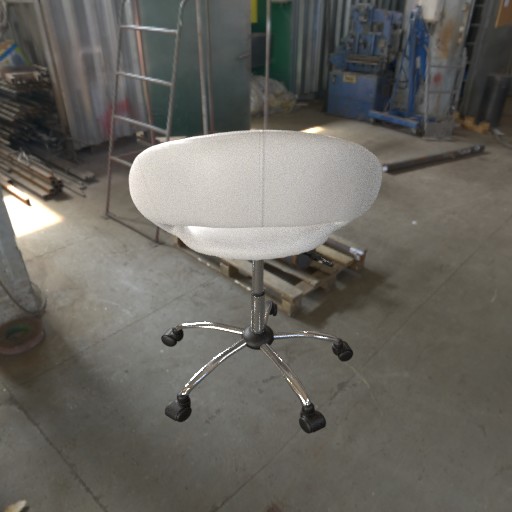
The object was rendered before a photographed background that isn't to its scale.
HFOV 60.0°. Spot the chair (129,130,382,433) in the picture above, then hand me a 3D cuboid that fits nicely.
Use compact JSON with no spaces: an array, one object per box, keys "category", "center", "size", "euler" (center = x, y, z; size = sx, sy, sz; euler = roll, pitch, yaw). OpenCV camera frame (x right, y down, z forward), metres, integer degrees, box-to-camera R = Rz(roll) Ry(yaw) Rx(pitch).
[{"category":"chair","center":[0.000,0.000,1.179],"size":[0.612,0.791,0.538],"euler":[-1,31,-2]}]
